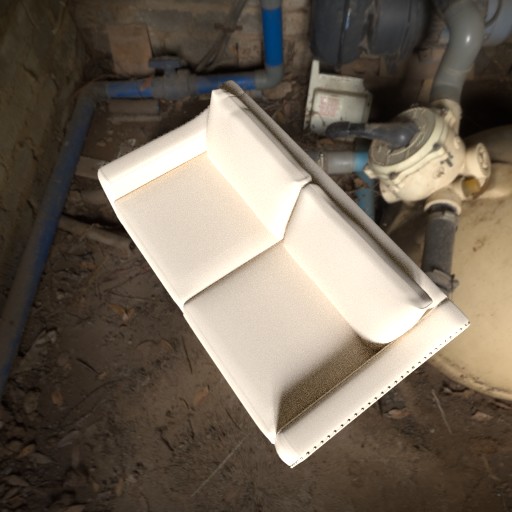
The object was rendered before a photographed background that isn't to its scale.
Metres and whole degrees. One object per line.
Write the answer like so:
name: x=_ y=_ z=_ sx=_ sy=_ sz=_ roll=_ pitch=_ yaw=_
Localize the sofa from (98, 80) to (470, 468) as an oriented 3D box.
sofa: x=0.000 y=0.000 z=2.320 sx=0.949 sy=0.830 sz=1.812 roll=-32 pitch=67 yaw=-16
